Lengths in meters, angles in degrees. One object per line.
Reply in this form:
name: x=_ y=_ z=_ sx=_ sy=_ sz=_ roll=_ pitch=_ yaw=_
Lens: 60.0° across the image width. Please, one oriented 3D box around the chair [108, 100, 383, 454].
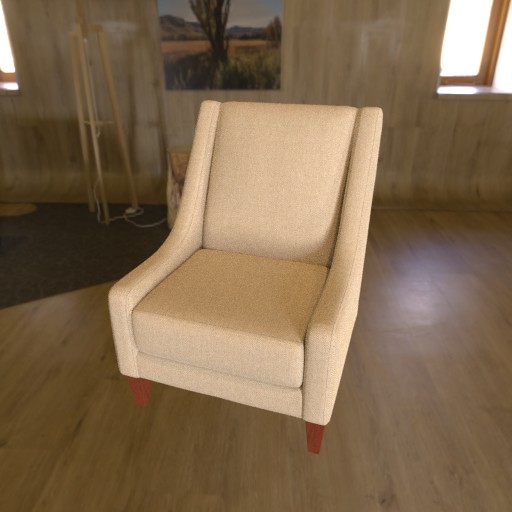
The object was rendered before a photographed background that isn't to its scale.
chair: x=0.000 y=0.000 z=1.674 sx=0.774 sy=1.014 sz=0.870 roll=8 pitch=27 yaw=17
